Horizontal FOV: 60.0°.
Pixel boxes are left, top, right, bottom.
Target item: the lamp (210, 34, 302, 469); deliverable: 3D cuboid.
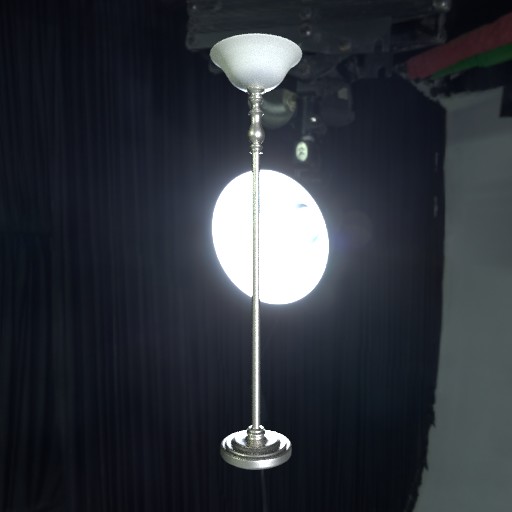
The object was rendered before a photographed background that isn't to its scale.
[{"bbox_3d":[0.000,0.000,1.971,0.405,1.771,0.405,0,1,-38],"label":"lamp"}]
